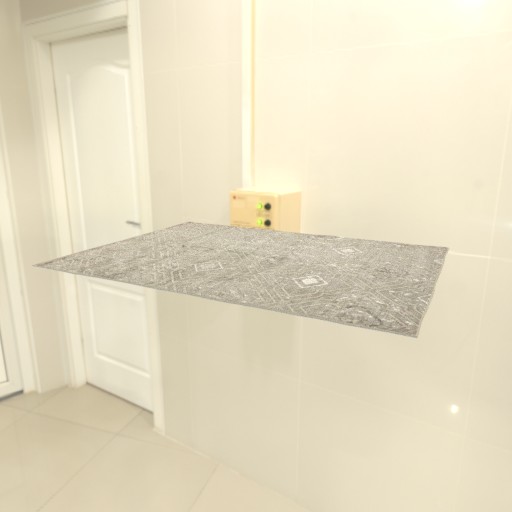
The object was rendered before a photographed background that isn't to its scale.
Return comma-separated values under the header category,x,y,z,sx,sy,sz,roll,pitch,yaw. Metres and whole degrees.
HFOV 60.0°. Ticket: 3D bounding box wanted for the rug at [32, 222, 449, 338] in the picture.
category,x,y,z,sx,sy,sz,roll,pitch,yaw
rug,0.000,0.000,4.367,3.359,0.020,2.448,7,17,26
